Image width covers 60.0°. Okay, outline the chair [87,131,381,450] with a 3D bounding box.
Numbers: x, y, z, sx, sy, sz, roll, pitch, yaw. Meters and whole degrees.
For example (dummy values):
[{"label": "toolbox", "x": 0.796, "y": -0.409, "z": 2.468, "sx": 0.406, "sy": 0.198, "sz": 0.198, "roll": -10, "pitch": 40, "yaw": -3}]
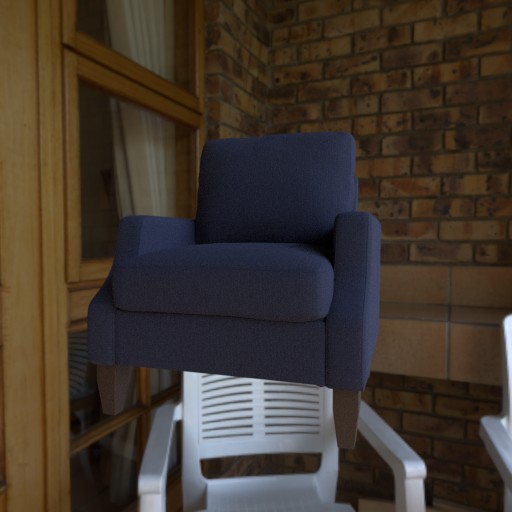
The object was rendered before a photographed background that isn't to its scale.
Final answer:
[{"label": "chair", "x": 0.000, "y": 0.000, "z": 1.631, "sx": 0.855, "sy": 0.991, "sz": 0.897, "roll": 1, "pitch": 3, "yaw": 18}]
